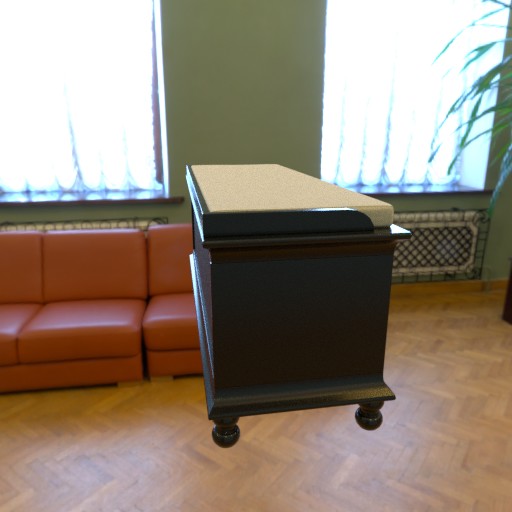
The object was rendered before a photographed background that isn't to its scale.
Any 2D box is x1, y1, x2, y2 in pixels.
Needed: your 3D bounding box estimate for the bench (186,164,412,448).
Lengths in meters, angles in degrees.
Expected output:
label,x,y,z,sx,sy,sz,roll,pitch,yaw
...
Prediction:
label,x,y,z,sx,sy,sz,roll,pitch,yaw
bench,0.000,0.000,1.434,0.402,0.501,1.185,-3,16,-10
